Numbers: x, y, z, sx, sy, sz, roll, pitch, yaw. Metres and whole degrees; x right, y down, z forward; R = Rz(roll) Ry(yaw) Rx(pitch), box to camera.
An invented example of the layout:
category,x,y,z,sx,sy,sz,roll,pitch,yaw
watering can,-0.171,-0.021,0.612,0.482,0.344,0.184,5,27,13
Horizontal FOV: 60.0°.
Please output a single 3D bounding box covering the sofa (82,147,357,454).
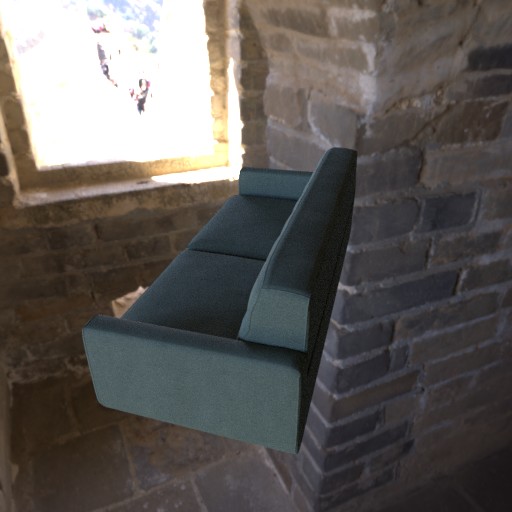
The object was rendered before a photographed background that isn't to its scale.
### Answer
category,x,y,z,sx,sy,sz,roll,pitch,yaw
sofa,0.000,0.000,2.493,0.909,0.841,2.029,8,30,14
